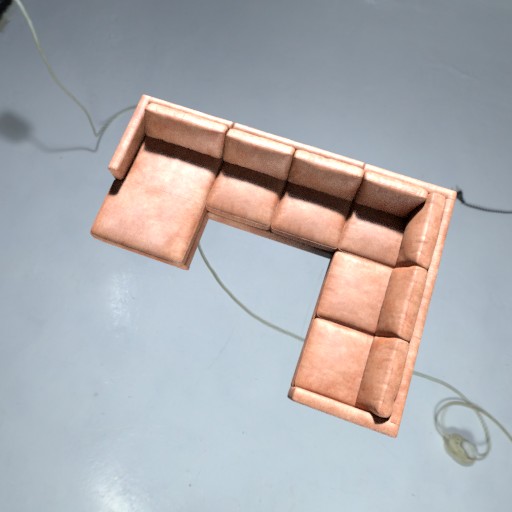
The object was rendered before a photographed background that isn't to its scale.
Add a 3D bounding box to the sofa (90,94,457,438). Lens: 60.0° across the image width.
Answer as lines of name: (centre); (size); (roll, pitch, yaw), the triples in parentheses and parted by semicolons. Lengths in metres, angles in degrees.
sofa: (0.000, 0.000, 4.532); (3.401, 0.832, 2.430); (19, 75, 5)
